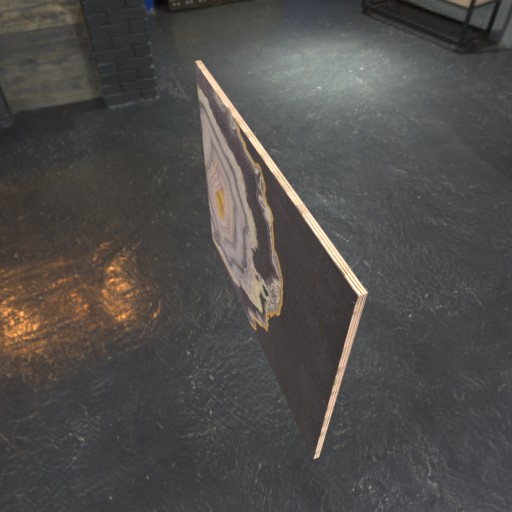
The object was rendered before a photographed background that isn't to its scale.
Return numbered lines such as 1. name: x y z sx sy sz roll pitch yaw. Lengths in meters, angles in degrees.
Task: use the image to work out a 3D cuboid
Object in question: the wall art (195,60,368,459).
1. wall art: 0.000 0.000 0.696 0.010 0.408 0.508 -16 49 -14
